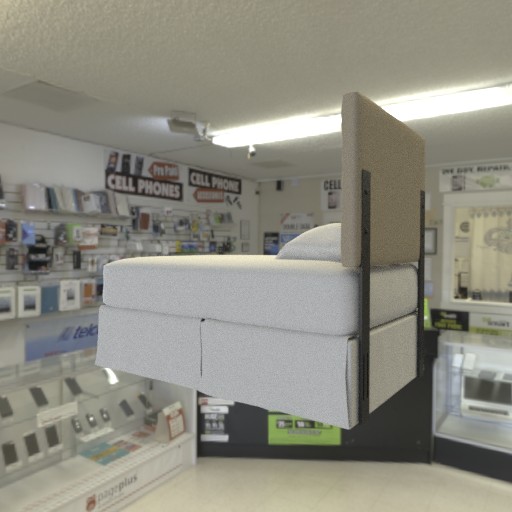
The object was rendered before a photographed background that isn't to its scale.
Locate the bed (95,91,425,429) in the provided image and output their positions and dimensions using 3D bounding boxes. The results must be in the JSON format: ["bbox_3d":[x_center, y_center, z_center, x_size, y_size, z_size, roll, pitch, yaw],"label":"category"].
[{"bbox_3d":[0.000,0.000,3.074,1.997,1.571,1.261,1,2,36],"label":"bed"}]
